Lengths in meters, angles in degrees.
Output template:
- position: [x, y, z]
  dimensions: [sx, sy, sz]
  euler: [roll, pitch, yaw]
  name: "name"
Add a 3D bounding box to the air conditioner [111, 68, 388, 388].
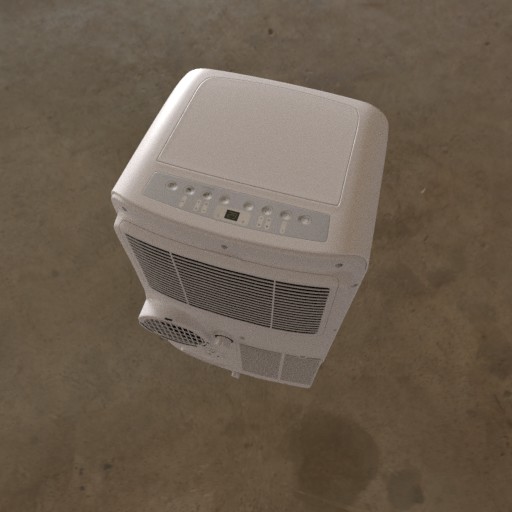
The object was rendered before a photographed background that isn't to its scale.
- position: [0.000, 0.000, 1.073]
  dimensions: [0.478, 0.765, 0.467]
  euler: [15, 64, 7]
  name: "air conditioner"
